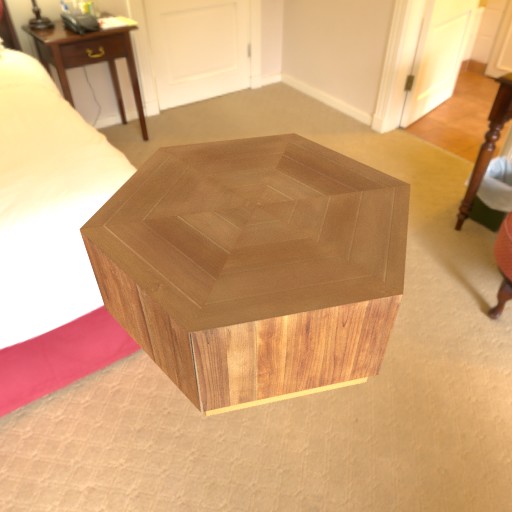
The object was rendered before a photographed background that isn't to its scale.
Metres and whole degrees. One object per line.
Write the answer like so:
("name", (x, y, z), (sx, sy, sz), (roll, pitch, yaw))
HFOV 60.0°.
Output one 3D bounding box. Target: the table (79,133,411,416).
("table", (0.000, 0.000, 1.656), (1.000, 0.456, 1.154), (11, 42, 13))
